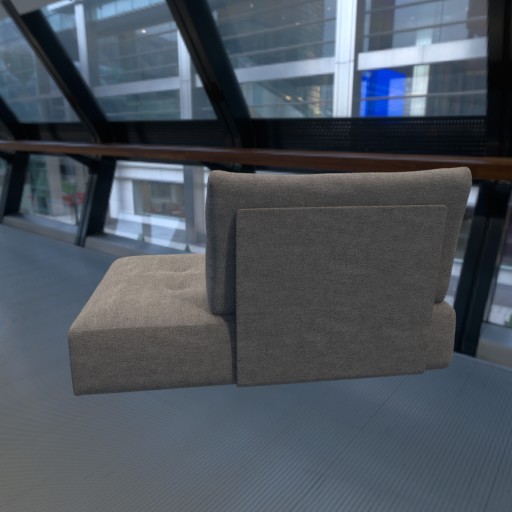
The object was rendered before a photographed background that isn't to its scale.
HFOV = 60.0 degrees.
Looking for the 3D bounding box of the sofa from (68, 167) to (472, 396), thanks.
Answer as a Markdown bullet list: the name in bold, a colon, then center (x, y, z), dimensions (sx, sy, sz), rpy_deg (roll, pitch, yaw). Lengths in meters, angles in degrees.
- **sofa**: center (0.000, 0.000, 1.984), dimensions (1.450, 0.820, 1.002), rpy_deg (-2, 14, -8)
